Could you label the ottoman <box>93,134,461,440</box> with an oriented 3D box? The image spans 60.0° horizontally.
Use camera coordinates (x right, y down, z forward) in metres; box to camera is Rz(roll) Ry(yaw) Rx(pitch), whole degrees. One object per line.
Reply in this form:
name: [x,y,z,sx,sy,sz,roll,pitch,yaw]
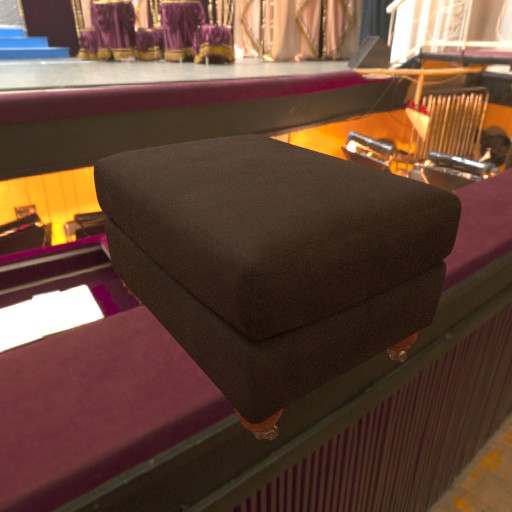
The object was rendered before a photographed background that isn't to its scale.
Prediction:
ottoman: [0.000,0.000,1.143,0.574,0.497,0.773,-18,32,-31]
